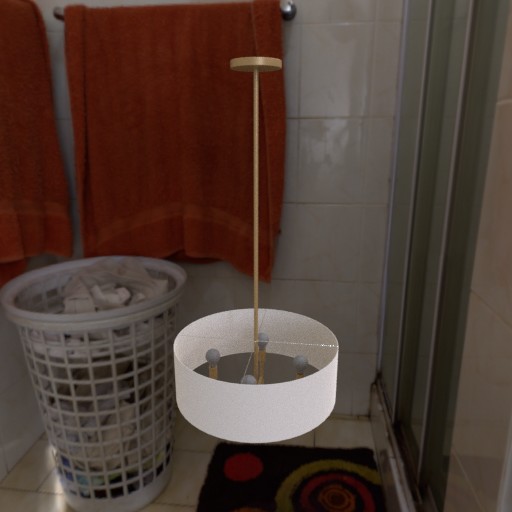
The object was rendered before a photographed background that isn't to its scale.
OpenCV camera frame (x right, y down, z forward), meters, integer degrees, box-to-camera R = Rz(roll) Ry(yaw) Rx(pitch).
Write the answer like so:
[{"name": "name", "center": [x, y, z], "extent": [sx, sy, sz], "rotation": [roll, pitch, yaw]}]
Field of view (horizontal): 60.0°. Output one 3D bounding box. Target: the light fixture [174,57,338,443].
[{"name": "light fixture", "center": [0.000, 0.000, 1.312], "extent": [0.508, 1.067, 0.508], "rotation": [0, 16, 0]}]
